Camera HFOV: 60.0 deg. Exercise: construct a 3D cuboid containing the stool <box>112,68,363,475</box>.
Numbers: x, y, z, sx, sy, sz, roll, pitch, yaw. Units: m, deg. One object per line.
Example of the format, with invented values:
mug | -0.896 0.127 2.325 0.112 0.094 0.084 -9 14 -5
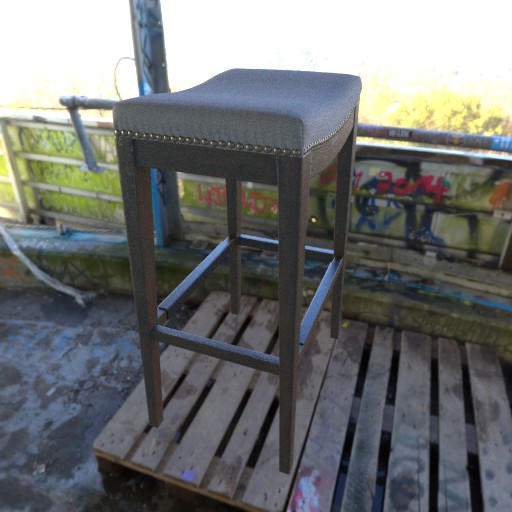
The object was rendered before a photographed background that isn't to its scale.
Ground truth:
stool | 0.000 0.000 1.037 0.356 0.762 0.508 11 31 19
